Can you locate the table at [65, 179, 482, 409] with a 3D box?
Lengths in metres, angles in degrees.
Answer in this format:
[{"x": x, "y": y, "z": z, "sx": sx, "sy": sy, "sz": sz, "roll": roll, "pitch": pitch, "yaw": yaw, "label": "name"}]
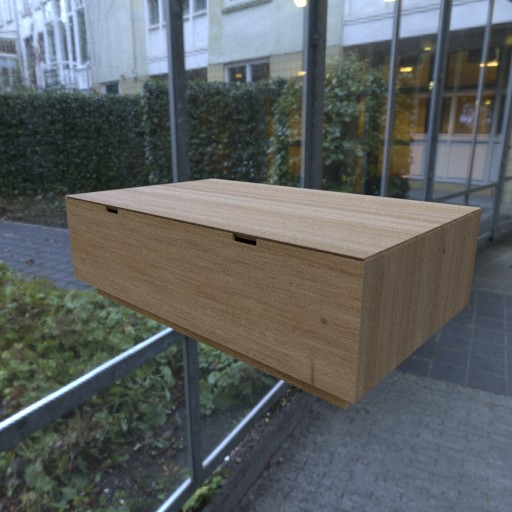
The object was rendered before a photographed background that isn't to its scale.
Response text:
[{"x": 0.000, "y": 0.000, "z": 1.416, "sx": 1.110, "sy": 0.353, "sz": 0.678, "roll": 14, "pitch": 21, "yaw": 40, "label": "table"}]
